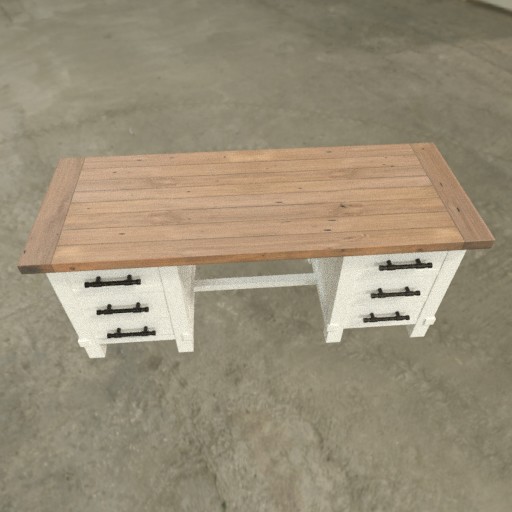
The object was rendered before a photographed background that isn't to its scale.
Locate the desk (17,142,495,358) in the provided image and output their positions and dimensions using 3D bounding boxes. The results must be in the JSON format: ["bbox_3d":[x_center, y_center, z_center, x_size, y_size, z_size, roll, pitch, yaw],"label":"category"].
[{"bbox_3d":[0.000,0.000,2.178,1.803,0.760,0.688,-3,47,-3],"label":"desk"}]
